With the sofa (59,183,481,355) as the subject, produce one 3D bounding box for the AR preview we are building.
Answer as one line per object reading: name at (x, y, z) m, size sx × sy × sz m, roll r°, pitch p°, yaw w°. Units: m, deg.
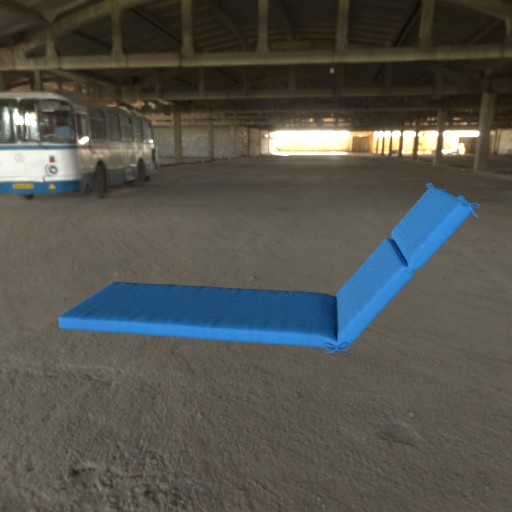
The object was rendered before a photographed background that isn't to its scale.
sofa at (0.000, 0.000, 1.966) m, size 1.663 × 0.622 × 0.582 m, roll 2°, pitch 14°, yaw 9°
